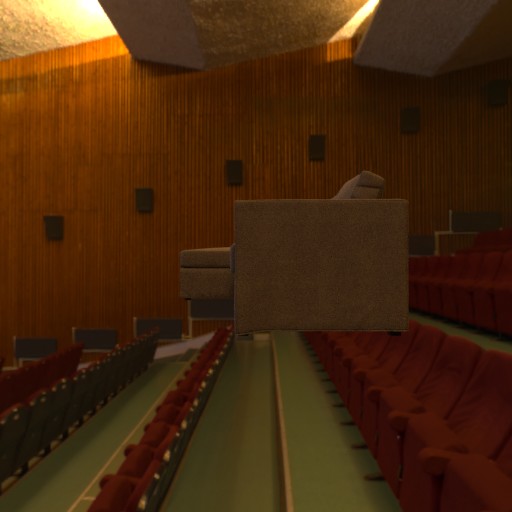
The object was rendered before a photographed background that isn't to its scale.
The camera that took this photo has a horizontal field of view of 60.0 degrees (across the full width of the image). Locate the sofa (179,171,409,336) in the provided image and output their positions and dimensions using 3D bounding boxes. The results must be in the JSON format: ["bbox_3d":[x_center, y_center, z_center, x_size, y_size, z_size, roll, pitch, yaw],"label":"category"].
[{"bbox_3d":[0.000,0.000,3.923,1.650,0.922,3.205,0,-1,1],"label":"sofa"}]
